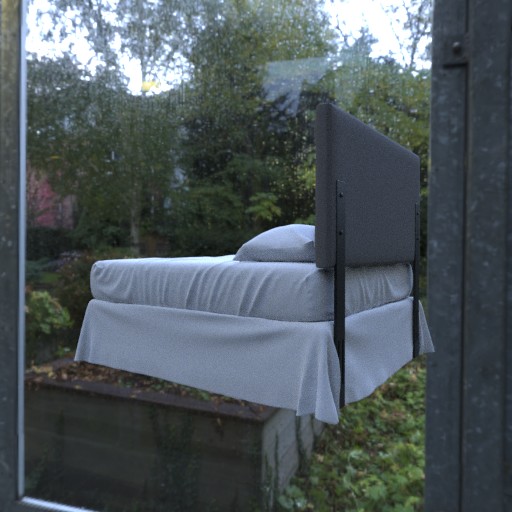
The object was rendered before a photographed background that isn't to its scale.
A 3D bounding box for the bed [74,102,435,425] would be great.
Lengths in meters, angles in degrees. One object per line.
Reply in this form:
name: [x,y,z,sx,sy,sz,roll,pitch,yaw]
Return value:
bed: [0.000,0.000,3.458,2.222,1.577,1.936,1,1,36]
